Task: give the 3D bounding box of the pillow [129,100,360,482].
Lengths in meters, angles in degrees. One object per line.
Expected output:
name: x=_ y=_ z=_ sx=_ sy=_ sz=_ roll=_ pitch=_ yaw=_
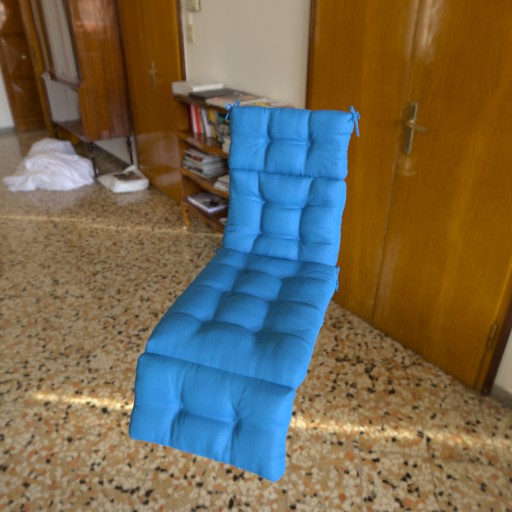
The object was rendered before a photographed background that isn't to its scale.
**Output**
pillow: x=0.000 y=0.000 z=1.496 sx=0.526 sy=0.863 sz=1.016 roll=9 pitch=29 yaw=16
